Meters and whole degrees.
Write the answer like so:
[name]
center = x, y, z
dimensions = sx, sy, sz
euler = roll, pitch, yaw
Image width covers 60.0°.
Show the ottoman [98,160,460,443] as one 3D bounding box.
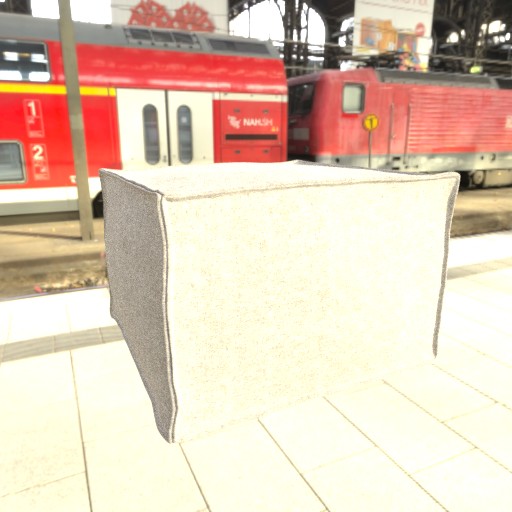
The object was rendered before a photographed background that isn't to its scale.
[ottoman]
center = 0.000, 0.000, 1.154
dimensions = 0.707, 0.470, 0.696
euler = -8, 17, -26
